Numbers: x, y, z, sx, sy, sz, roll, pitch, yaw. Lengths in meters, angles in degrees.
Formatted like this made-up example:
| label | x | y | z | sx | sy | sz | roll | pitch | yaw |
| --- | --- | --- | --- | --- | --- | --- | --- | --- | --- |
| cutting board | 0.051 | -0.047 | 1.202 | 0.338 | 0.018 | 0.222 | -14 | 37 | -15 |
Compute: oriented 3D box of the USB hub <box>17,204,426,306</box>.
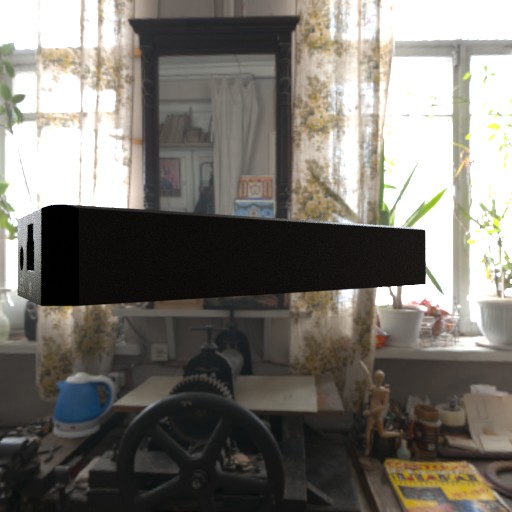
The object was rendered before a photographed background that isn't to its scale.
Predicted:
| label | x | y | z | sx | sy | sz | roll | pitch | yaw |
| --- | --- | --- | --- | --- | --- | --- | --- | --- | --- |
| USB hub | 0.000 | 0.000 | 0.156 | 0.145 | 0.023 | 0.044 | 0 | 0 | -36 |
